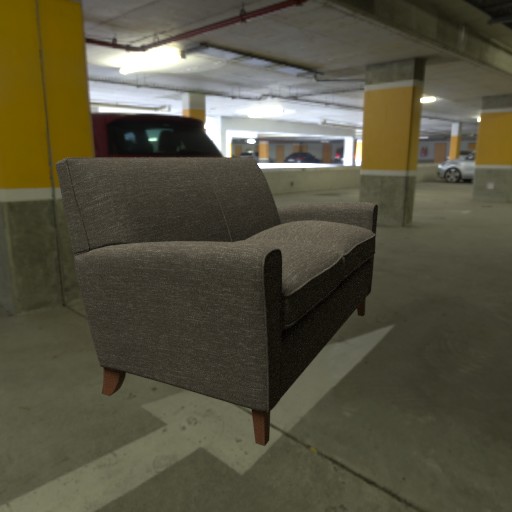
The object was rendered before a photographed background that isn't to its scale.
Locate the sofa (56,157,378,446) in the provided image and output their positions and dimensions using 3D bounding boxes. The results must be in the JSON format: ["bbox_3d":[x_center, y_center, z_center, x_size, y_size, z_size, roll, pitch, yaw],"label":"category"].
[{"bbox_3d":[0.000,0.000,2.084,0.867,0.905,1.509,6,14,26],"label":"sofa"}]
